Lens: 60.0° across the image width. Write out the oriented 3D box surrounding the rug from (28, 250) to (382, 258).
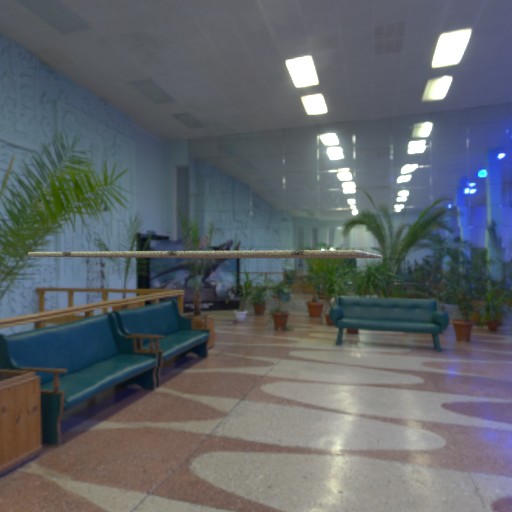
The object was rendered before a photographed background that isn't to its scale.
[{"bbox_3d":[0.000,0.000,3.448,1.801,0.026,2.701,0,-1,18],"label":"rug"}]
